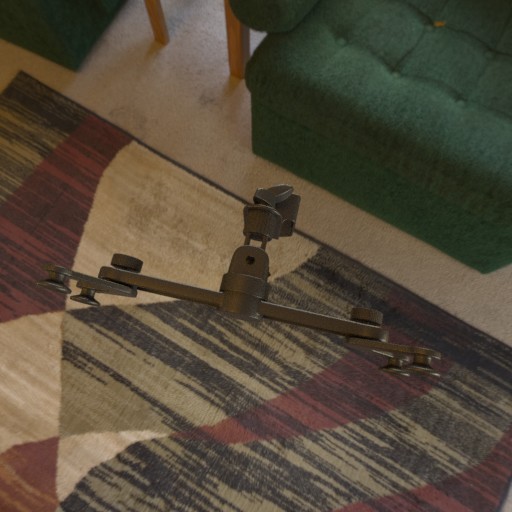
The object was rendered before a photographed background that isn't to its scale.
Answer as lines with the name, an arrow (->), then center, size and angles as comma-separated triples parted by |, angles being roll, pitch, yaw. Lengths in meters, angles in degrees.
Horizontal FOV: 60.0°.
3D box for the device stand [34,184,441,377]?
device stand -> 0.000, 0.000, 0.376 | 0.270, 0.166, 0.142 | 12, 75, 3
